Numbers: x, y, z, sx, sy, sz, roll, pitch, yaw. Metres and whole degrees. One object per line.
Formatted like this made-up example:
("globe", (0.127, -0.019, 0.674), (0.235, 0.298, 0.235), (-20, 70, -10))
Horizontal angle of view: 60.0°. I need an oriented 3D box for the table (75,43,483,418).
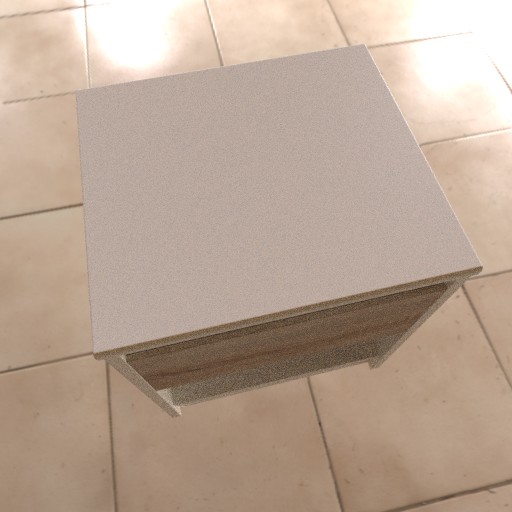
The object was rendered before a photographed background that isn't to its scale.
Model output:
("table", (0.000, 0.000, 0.748), (0.420, 0.460, 0.380), (-12, 63, -6))
